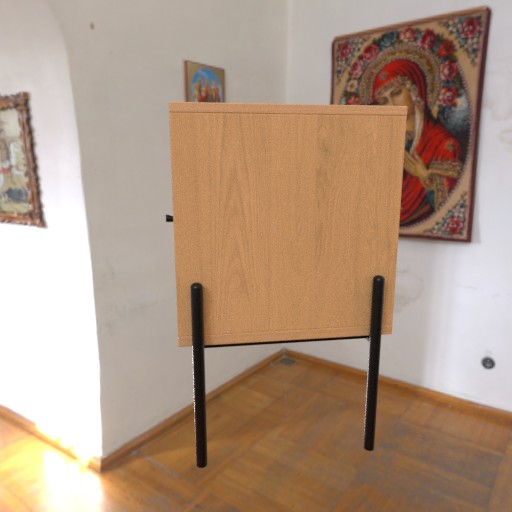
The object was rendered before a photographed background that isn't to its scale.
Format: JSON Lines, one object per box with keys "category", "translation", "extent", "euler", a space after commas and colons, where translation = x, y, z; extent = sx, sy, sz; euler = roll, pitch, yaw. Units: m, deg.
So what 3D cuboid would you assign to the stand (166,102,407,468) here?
{"category": "stand", "translation": [0.000, 0.000, 1.021], "extent": [0.400, 0.600, 0.630], "euler": [-2, 12, -8]}
